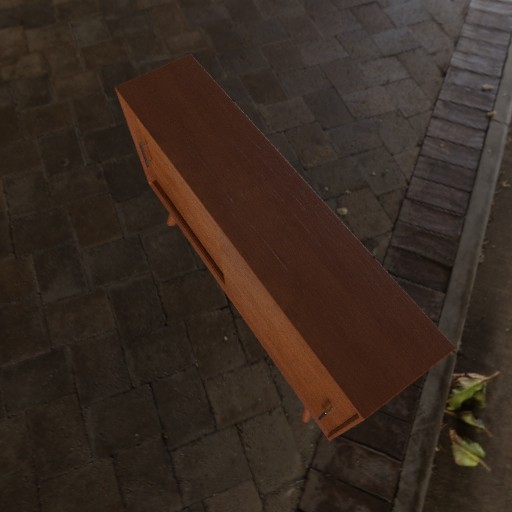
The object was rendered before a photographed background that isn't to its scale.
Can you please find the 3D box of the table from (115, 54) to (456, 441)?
[{"bbox_3d":[0.000,0.000,1.532,0.308,0.698,1.220,-31,67,-15],"label":"table"}]
